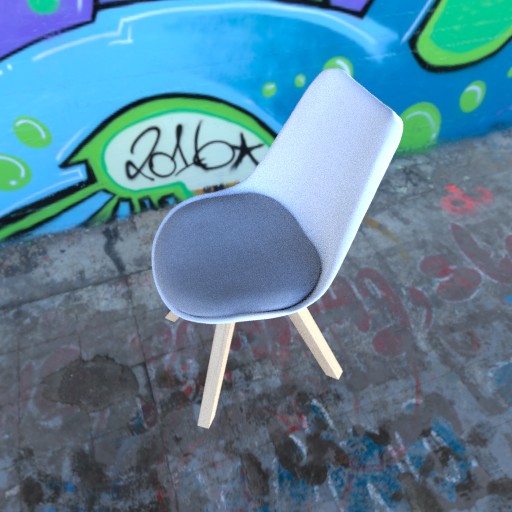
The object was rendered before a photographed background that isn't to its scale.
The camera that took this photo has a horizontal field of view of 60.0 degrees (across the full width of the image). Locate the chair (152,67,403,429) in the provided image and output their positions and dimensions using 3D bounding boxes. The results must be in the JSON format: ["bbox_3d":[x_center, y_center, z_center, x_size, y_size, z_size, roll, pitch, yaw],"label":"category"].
[{"bbox_3d":[0.000,0.000,1.199,0.550,0.850,0.485,-16,48,-15],"label":"chair"}]
